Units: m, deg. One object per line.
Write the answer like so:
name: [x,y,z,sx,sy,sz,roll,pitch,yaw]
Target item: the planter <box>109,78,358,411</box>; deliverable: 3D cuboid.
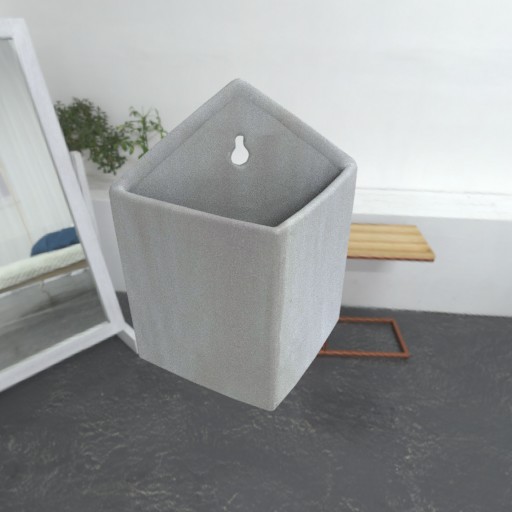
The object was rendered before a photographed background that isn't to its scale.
planter: [0.000,0.000,0.272,0.163,0.194,0.080,-8,33,-13]
